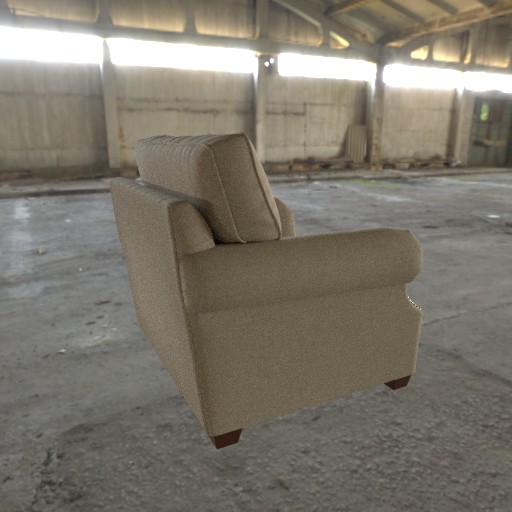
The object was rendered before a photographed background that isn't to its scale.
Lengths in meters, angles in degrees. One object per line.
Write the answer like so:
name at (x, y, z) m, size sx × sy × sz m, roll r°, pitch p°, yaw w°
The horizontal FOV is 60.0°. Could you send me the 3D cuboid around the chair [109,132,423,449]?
chair at (0.000, 0.000, 1.806) m, size 0.965 × 0.961 × 1.092 m, roll -7°, pitch 16°, yaw -26°
